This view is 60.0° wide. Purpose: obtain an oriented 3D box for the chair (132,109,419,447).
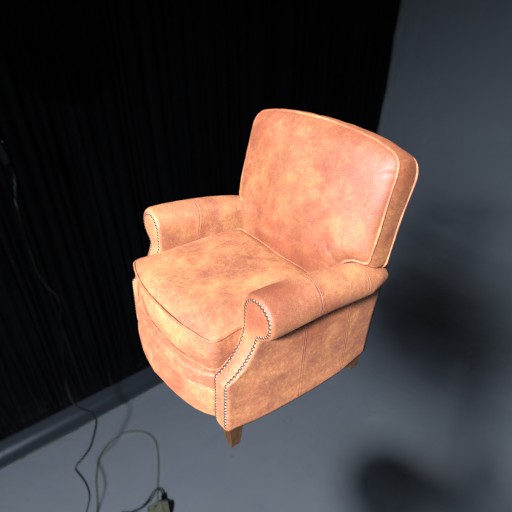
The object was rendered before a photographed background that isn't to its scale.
[{"bbox_3d":[0.000,0.000,1.802,0.986,1.018,0.936,-21,37,-30],"label":"chair"}]
